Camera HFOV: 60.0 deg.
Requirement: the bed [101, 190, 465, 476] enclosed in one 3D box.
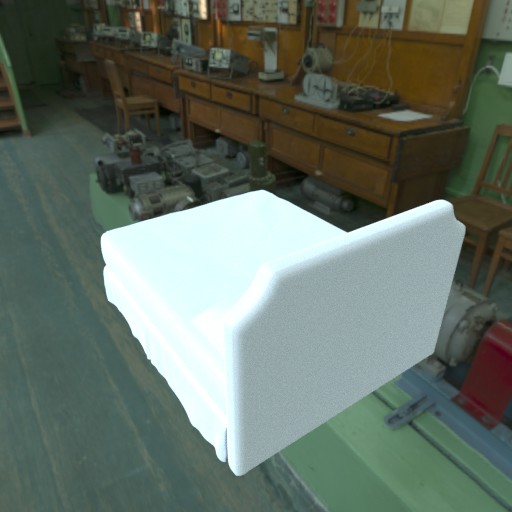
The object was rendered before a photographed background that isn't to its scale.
[{"bbox_3d":[0.000,0.000,3.917,2.134,1.524,2.548,-19,35,-30],"label":"bed"}]
